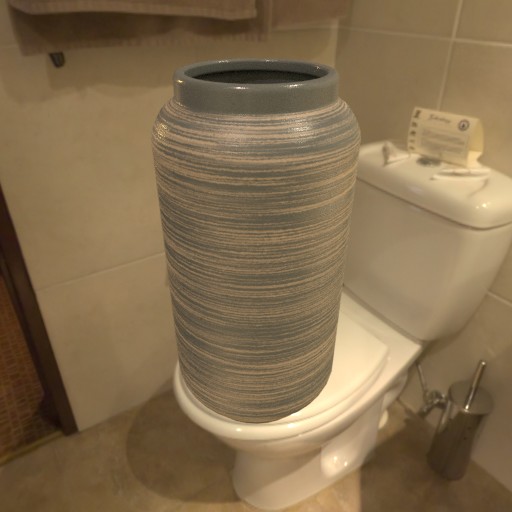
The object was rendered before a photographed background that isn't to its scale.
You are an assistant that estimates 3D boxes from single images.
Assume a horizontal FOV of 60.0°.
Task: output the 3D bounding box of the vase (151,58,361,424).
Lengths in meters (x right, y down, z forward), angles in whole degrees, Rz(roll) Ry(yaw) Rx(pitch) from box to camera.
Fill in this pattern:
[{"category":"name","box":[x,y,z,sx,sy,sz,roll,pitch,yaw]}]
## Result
[{"category":"vase","box":[0.000,0.000,0.293,0.116,0.230,0.116,0,32,0]}]
